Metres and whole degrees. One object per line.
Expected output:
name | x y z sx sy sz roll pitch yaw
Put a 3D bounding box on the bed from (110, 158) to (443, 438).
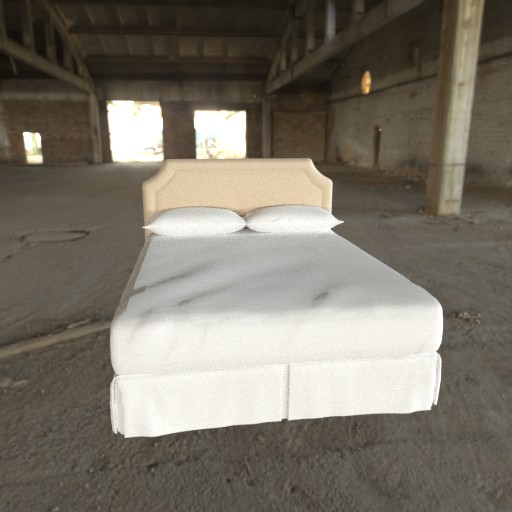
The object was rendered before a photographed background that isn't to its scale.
bed | 0.000 0.000 3.770 2.134 1.524 2.548 -2 15 -8
